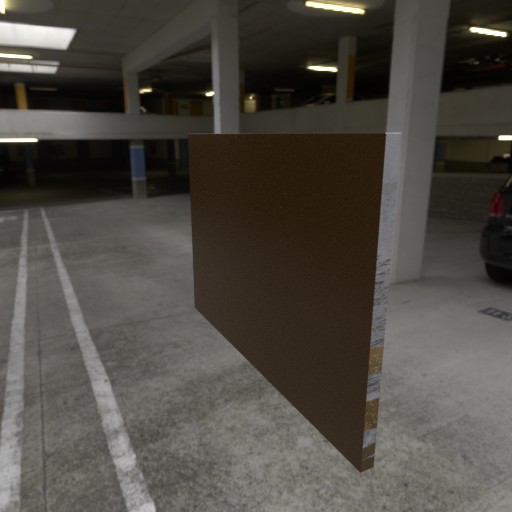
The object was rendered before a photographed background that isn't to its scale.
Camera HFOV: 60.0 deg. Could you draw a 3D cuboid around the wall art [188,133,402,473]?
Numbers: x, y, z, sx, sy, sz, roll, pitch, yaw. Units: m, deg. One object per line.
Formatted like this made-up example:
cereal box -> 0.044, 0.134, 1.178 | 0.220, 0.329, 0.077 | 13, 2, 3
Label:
wall art -> 0.000, 0.000, 1.430 | 0.041, 0.762, 1.145 | -8, 17, -26
